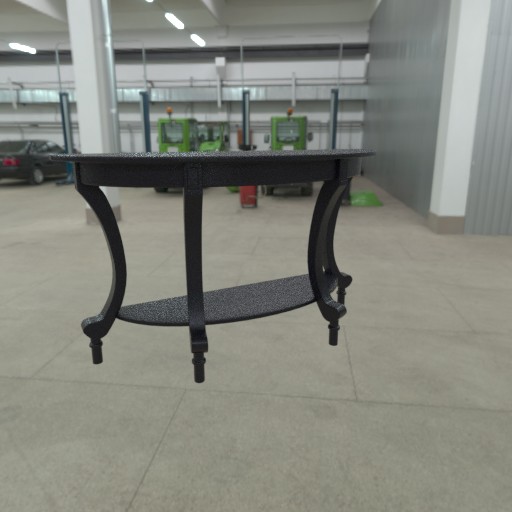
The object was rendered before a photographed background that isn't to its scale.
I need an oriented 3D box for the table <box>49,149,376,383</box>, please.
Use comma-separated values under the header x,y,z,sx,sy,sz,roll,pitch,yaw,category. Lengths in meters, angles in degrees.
x,y,z,sx,sy,sz,roll,pitch,yaw,category
0.000,0.000,1.525,1.198,0.692,0.394,-8,17,-28,table
